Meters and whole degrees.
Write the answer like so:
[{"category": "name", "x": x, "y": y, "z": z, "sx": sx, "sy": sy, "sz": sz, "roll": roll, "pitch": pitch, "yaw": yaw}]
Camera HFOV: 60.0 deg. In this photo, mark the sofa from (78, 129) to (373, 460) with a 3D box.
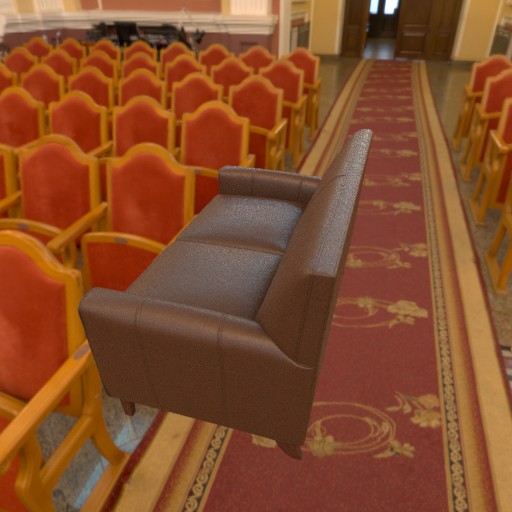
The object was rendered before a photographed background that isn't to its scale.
[{"category": "sofa", "x": 0.000, "y": 0.000, "z": 2.035, "sx": 0.853, "sy": 0.859, "sz": 1.468, "roll": 8, "pitch": 32, "yaw": 14}]
